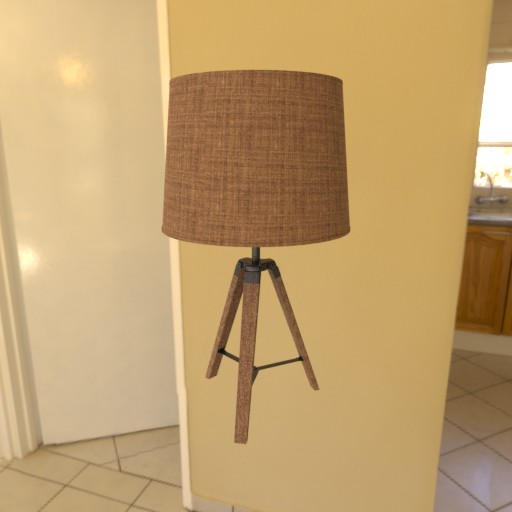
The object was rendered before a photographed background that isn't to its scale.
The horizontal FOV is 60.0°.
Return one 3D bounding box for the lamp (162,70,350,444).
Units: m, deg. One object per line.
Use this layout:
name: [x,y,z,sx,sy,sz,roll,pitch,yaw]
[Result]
lamp: [0.000,0.000,0.705,0.290,0.514,0.290,0,14,0]
